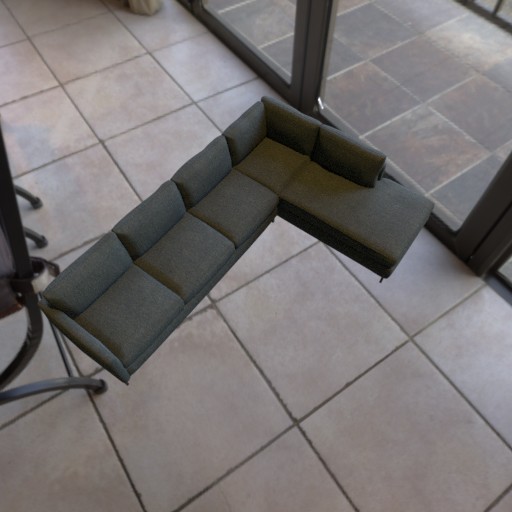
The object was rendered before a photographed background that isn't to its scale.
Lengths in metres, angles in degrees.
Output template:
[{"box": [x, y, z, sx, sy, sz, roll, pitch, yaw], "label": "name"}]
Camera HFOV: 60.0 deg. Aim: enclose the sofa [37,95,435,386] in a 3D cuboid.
[{"box": [0.000, 0.000, 3.813, 2.007, 0.815, 2.949, 33, 64, 19], "label": "sofa"}]
